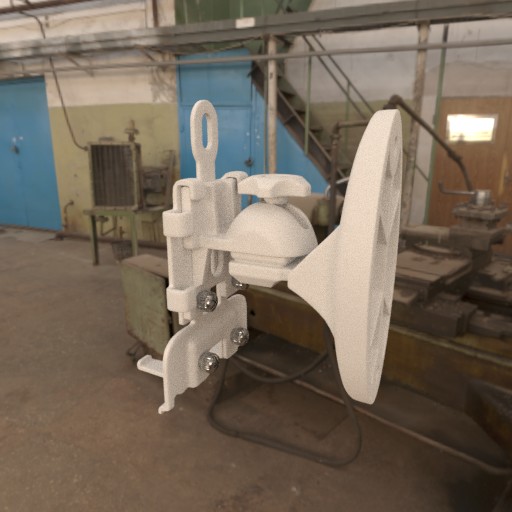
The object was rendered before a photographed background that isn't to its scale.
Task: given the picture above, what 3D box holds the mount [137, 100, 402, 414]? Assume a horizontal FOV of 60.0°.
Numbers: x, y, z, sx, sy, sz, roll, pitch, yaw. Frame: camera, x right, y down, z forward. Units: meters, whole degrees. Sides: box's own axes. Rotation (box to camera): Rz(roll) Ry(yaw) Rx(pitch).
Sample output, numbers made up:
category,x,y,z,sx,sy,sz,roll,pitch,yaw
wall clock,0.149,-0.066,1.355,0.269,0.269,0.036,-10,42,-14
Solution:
category,x,y,z,sx,sy,sz,roll,pitch,yaw
mount,0.000,0.000,0.175,0.100,0.118,0.066,7,17,25
